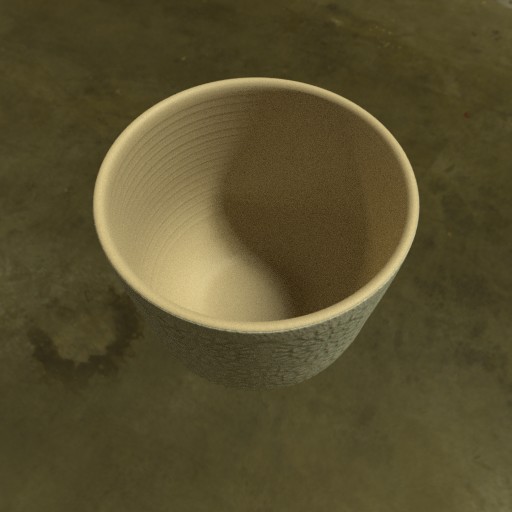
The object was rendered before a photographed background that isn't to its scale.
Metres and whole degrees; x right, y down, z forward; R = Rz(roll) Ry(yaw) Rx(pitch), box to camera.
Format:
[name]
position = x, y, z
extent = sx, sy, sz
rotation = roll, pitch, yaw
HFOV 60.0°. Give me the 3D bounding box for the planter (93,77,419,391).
[planter]
position = 0.000, 0.000, 0.298
extent = 0.169, 0.153, 0.169
rotation = 0, 59, 0
